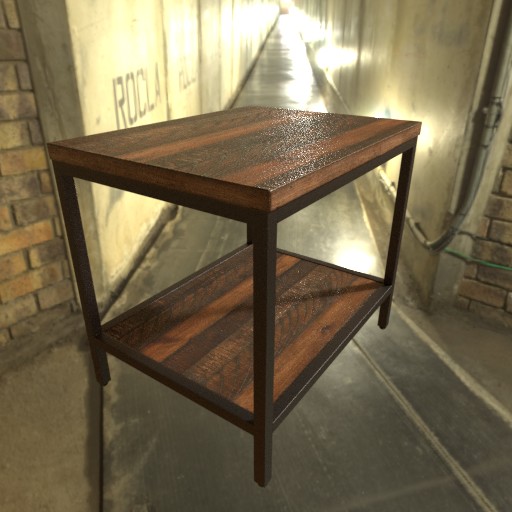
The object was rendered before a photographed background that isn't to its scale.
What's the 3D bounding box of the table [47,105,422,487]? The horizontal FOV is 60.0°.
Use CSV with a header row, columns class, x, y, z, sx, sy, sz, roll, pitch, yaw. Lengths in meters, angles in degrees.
class,x,y,z,sx,sy,sz,roll,pitch,yaw
table,0.000,0.000,1.111,0.524,0.612,0.678,17,31,31
